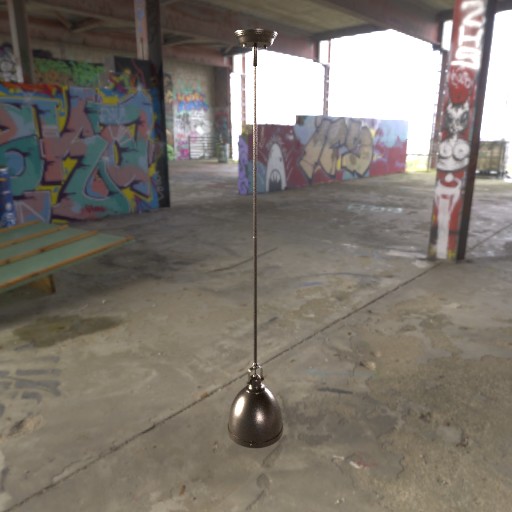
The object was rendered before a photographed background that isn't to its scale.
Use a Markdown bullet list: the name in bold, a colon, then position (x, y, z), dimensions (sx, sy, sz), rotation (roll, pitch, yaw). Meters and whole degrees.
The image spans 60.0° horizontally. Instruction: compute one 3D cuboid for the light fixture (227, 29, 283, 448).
- **light fixture**: position (0.000, 0.000, 1.500), dimensions (0.217, 1.367, 0.211), rotation (-8, 18, -26)
